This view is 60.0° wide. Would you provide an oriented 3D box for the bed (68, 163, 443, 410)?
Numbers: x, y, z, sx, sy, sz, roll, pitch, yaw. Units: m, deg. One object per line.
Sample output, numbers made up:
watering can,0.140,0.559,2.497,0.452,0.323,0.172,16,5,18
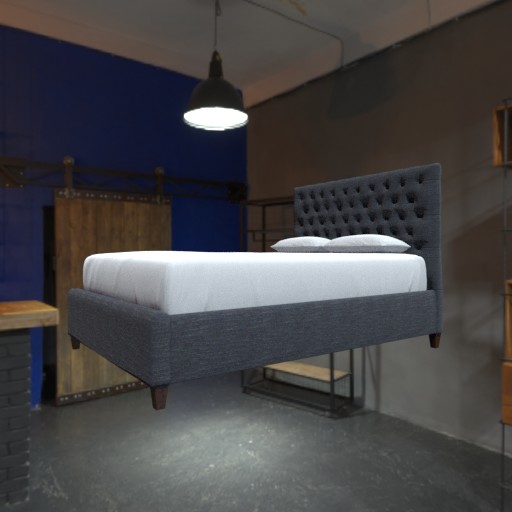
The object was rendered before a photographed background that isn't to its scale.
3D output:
bed,0.000,0.000,3.423,2.387,1.427,1.698,-1,1,-36
